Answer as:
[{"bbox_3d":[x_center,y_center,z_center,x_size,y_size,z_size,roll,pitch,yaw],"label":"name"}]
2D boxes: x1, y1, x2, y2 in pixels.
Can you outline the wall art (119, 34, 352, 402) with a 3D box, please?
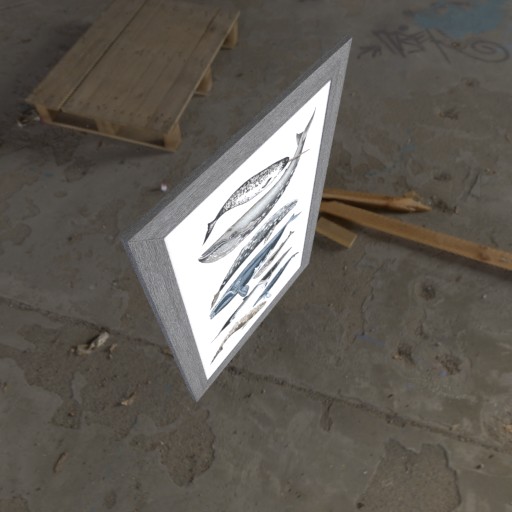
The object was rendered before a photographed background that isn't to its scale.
[{"bbox_3d":[0.000,0.000,1.386,0.020,1.070,0.768,32,63,19],"label":"wall art"}]
